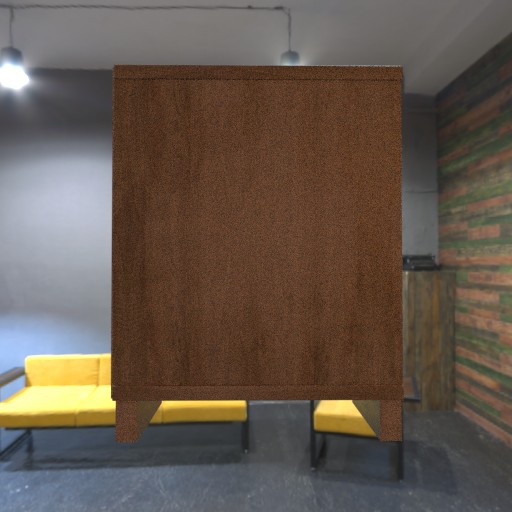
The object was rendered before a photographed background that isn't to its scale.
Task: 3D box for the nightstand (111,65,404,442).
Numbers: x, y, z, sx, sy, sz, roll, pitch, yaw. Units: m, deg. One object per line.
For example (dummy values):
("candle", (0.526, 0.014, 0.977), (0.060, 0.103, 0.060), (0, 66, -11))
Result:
("nightstand", (0.000, 0.000, 0.738), (0.347, 0.448, 0.427), (0, -1, -1))
